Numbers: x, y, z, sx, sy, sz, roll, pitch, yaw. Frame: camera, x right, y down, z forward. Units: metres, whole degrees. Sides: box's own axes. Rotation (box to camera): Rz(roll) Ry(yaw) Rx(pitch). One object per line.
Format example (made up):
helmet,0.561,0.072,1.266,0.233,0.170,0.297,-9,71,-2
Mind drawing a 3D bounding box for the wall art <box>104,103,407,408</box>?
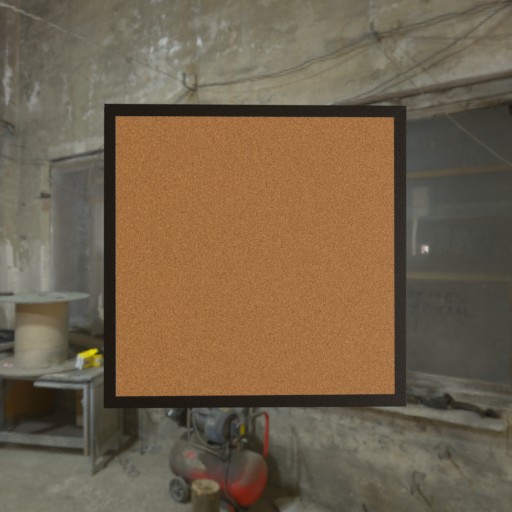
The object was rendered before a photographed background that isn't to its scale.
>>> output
wall art,0.000,0.000,1.138,0.765,0.765,0.038,0,0,-1
